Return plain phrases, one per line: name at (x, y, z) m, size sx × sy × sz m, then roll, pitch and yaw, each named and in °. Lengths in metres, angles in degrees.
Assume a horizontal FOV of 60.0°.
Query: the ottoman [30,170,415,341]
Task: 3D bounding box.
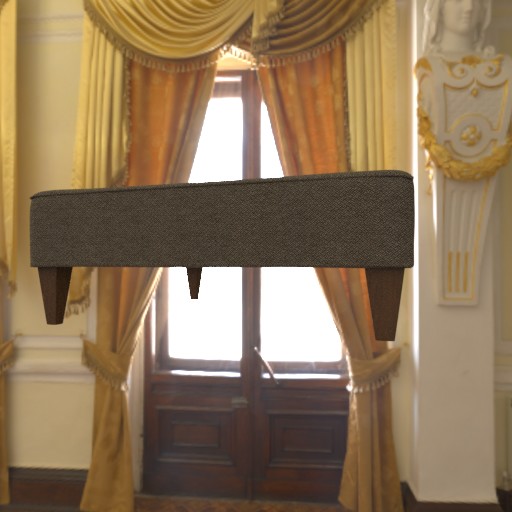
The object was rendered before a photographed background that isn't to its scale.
ottoman at (0.000, 0.000, 1.484) m, size 0.970 × 0.378 × 0.981 m, roll 0°, pitch -1°, yaw 17°
